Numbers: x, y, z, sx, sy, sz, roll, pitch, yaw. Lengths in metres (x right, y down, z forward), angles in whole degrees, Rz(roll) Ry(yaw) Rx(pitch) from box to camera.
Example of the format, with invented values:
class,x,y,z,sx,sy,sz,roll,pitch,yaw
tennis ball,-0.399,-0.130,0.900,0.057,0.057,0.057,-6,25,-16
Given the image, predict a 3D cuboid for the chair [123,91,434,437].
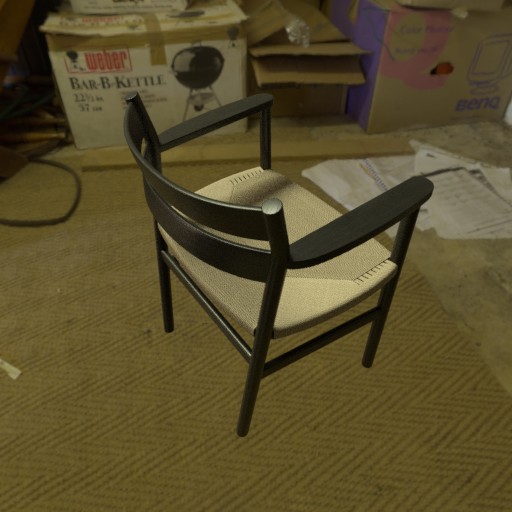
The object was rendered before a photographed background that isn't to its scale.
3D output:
class,x,y,z,sx,sy,sz,roll,pitch,yaw
chair,0.000,0.000,1.176,0.508,0.775,0.630,-25,48,-26
